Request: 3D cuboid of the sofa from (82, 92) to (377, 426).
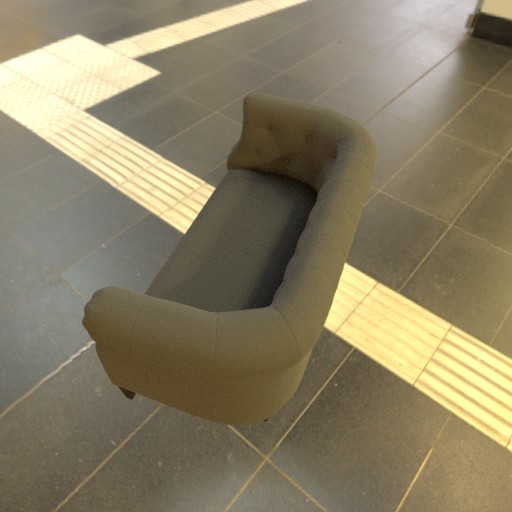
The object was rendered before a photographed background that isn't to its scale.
[{"bbox_3d":[0.000,0.000,2.072,0.835,0.827,1.558,16,50,14],"label":"sofa"}]
